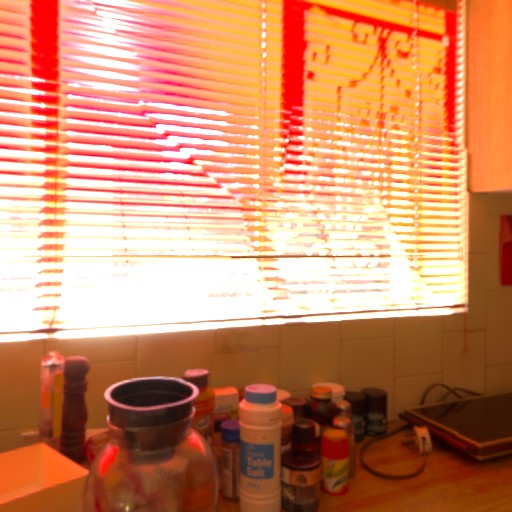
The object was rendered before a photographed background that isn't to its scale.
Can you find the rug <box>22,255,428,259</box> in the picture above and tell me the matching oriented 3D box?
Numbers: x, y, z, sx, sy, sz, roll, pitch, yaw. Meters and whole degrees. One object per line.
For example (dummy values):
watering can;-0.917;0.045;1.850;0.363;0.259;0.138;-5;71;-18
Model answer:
rug;0.000;0.000;2.323;1.220;0.007;1.828;0;0;37
